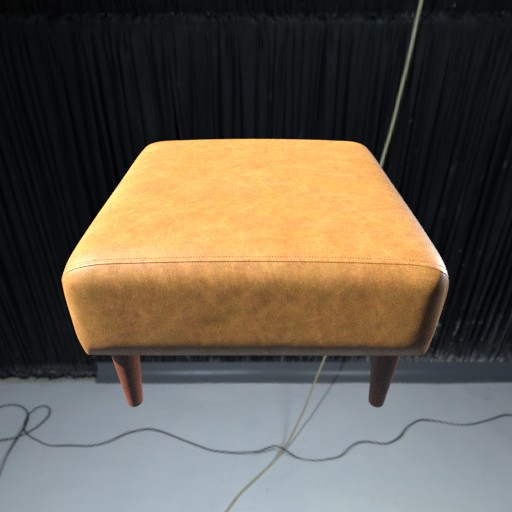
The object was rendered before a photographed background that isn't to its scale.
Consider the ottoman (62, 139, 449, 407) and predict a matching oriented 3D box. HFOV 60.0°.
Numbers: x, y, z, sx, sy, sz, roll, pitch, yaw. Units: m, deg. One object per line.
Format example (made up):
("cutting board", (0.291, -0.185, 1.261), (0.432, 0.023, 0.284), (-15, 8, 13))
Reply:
("ottoman", (0.000, 0.000, 1.049), (0.650, 0.399, 0.650), (0, 32, 0))
